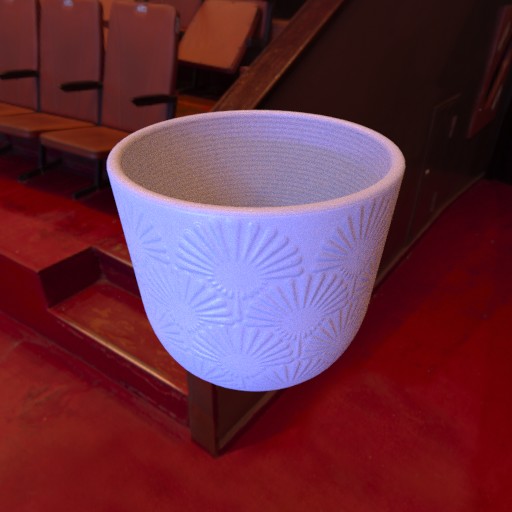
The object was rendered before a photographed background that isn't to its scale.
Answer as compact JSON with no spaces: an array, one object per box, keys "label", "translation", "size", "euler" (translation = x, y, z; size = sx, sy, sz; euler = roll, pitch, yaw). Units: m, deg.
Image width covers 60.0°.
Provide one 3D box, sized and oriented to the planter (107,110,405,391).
[{"label":"planter","translation":[0.000,0.000,0.301],"size":[0.170,0.152,0.170],"euler":[0,33,0]}]
